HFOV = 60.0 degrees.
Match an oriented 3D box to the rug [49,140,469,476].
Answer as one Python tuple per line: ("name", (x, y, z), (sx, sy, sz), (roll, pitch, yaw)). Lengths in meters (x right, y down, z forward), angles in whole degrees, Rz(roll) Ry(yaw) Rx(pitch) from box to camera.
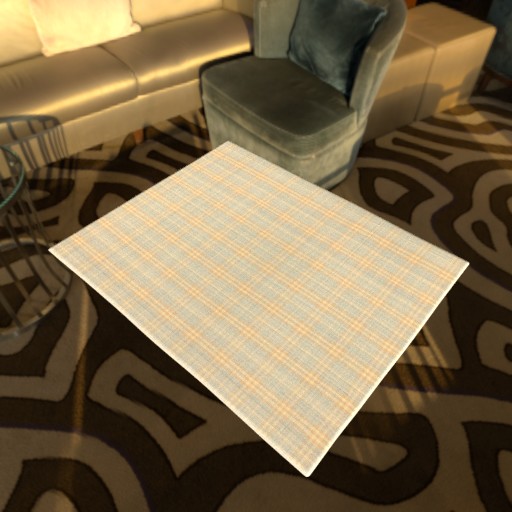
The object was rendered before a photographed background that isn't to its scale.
("rug", (0.000, 0.000, 4.123), (3.066, 0.030, 2.462), (33, 55, 27))
